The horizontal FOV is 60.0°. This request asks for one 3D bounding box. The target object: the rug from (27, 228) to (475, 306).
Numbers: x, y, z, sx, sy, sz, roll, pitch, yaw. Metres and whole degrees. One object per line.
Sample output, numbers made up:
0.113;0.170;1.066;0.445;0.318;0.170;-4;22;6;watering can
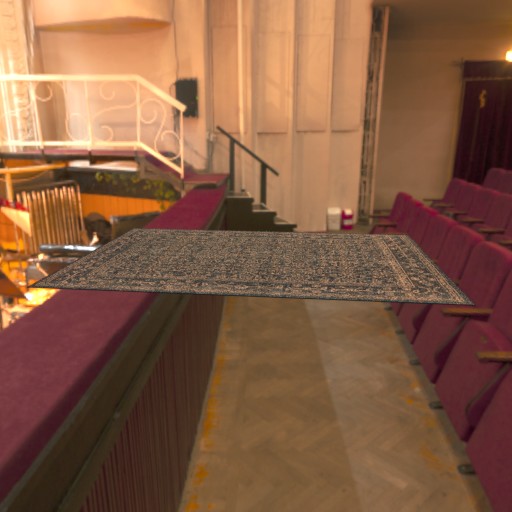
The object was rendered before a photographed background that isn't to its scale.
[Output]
0.000;0.000;2.354;1.819;0.005;1.200;2;16;6;rug
